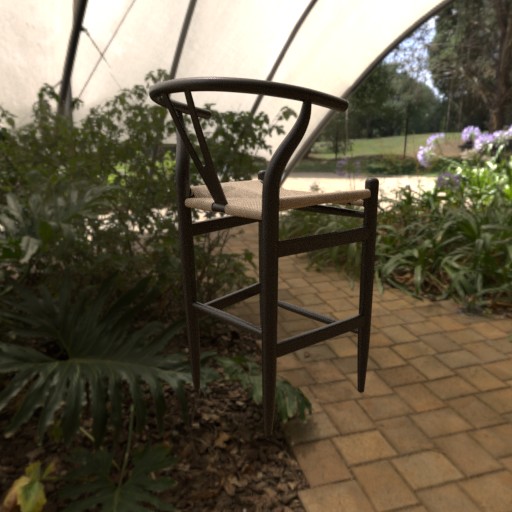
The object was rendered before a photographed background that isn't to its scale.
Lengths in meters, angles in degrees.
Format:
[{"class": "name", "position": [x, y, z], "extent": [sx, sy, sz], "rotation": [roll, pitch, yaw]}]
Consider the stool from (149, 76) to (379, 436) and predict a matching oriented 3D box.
[{"class": "stool", "position": [0.000, 0.000, 1.365], "extent": [0.579, 0.970, 0.569], "rotation": [-14, 20, -42]}]
